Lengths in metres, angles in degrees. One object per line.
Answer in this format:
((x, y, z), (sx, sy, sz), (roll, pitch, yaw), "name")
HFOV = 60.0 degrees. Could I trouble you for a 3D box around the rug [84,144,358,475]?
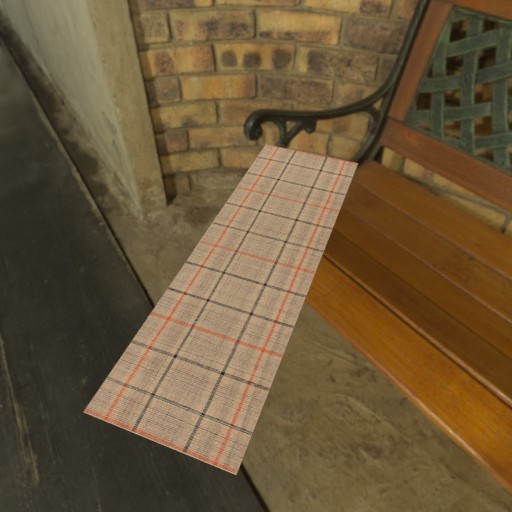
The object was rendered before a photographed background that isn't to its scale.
((0.000, 0.000, 2.737), (0.762, 0.008, 2.439), (15, 48, 14), "rug")
